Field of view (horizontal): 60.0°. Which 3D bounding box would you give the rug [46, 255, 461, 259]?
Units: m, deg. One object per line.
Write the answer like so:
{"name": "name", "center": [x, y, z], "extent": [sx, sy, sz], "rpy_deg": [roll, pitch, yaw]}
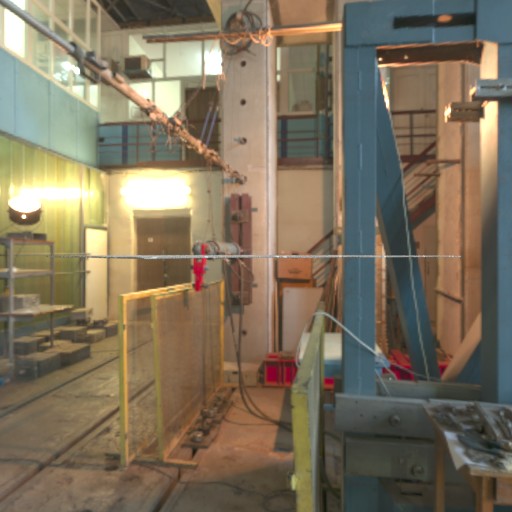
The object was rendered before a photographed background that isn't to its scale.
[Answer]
{"name": "rug", "center": [0.000, 0.000, 2.774], "extent": [2.135, 0.013, 1.524], "rpy_deg": [0, 0, -37]}
